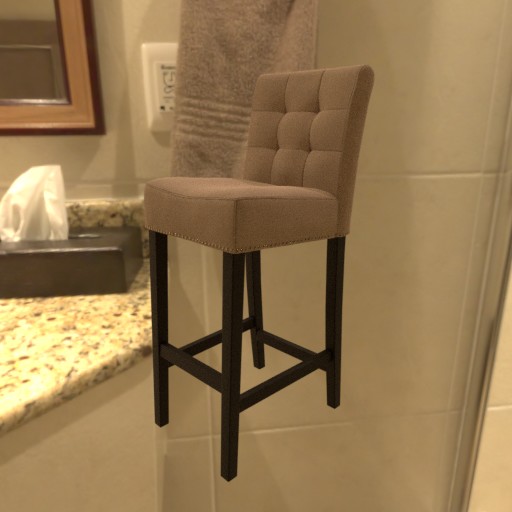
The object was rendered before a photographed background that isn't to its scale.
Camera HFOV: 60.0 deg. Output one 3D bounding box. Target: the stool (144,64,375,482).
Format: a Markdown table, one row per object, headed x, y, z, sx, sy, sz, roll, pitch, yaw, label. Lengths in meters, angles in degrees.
| x | y | z | sx | sy | sz | roll | pitch | yaw | label |
| --- | --- | --- | --- | --- | --- | --- | --- | --- | --- |
| 0.000 | 0.000 | 1.300 | 0.411 | 1.047 | 0.548 | 16 | 23 | 42 | stool |
